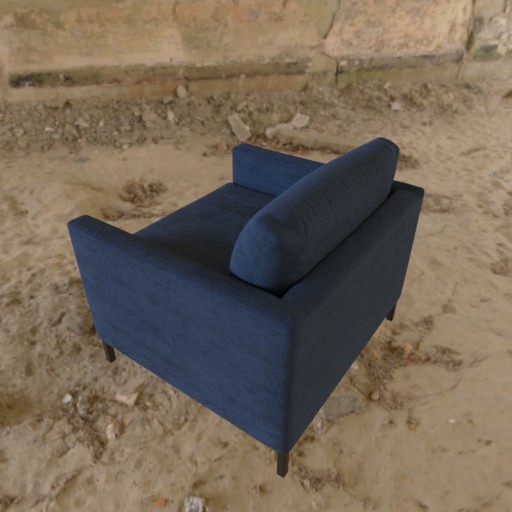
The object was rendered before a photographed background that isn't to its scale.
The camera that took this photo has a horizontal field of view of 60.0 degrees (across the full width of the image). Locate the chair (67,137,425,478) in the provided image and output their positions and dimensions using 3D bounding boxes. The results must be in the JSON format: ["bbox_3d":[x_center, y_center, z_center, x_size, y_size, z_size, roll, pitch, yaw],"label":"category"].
[{"bbox_3d":[0.000,0.000,1.635,0.875,0.812,0.964,21,39,29],"label":"chair"}]
